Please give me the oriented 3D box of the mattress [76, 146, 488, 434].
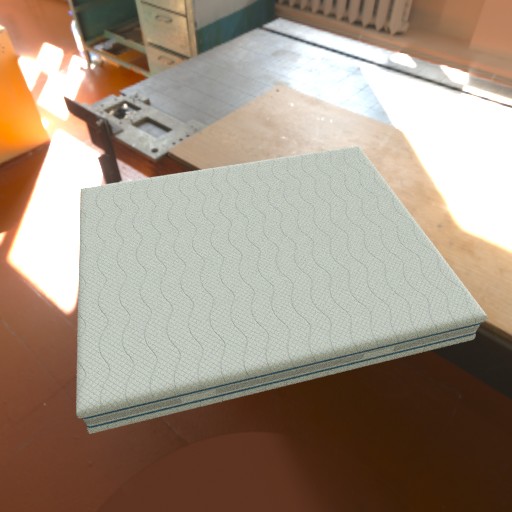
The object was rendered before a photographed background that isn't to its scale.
[{"bbox_3d":[0.000,0.000,2.657,2.000,0.230,1.600,-11,48,-10],"label":"mattress"}]
